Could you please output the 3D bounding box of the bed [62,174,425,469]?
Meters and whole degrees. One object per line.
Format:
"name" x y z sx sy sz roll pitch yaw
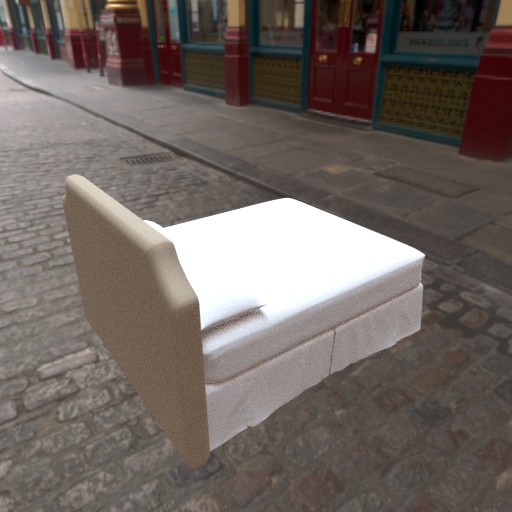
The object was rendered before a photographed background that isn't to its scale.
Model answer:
"bed" 0.000 0.000 3.345 2.204 1.301 1.828 -18 32 -32
